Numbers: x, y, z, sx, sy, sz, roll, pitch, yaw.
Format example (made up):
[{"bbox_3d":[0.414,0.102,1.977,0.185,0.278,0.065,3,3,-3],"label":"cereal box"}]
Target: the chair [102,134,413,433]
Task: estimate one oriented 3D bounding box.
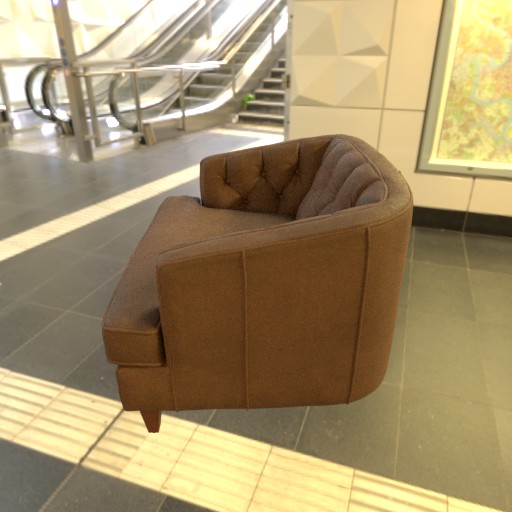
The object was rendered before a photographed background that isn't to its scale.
[{"bbox_3d":[0.000,0.000,1.698,0.914,0.787,1.118,0,26,0],"label":"chair"}]
